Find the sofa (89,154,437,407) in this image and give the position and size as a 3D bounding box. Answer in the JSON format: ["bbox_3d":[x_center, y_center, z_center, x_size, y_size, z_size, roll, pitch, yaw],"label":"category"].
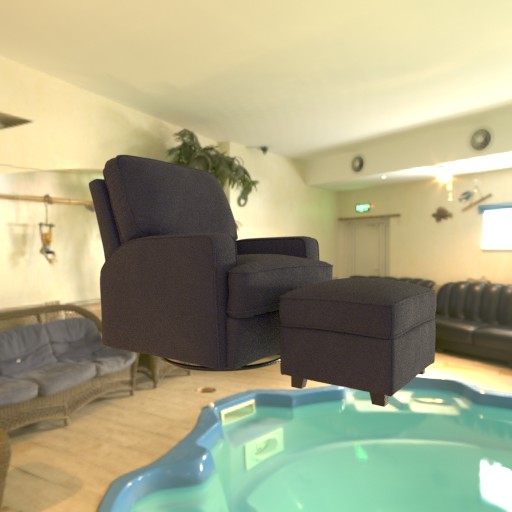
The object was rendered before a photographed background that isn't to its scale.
[{"bbox_3d":[0.000,0.000,2.031,1.472,0.959,0.861,1,2,36],"label":"sofa"}]
